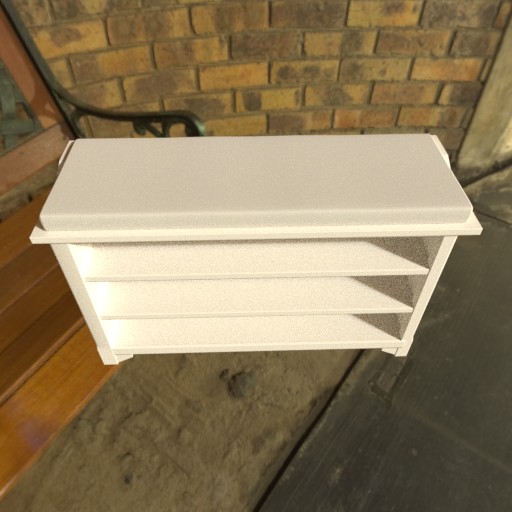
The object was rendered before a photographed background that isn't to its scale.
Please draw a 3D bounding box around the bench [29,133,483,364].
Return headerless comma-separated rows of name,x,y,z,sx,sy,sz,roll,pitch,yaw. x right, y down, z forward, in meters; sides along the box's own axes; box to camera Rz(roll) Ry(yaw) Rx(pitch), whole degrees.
bench,0.000,0.000,1.260,0.987,0.589,0.346,-1,45,-1
